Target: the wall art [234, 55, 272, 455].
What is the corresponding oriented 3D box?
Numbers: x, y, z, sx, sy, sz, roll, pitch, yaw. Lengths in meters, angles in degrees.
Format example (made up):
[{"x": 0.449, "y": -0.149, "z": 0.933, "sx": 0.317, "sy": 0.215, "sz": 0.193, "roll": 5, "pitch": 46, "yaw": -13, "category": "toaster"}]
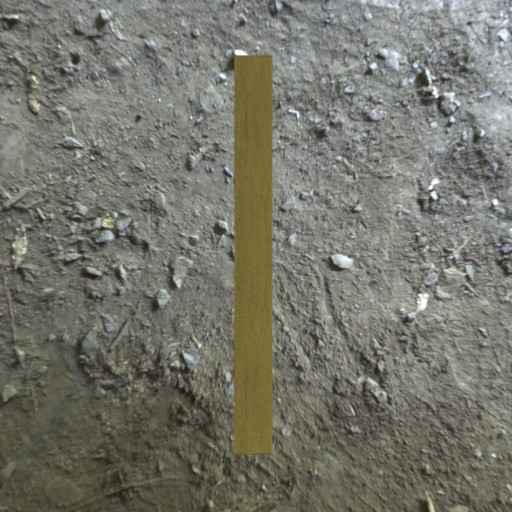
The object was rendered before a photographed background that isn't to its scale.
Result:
[{"x": 0.000, "y": 0.000, "z": 0.535, "sx": 0.030, "sy": 0.380, "sz": 0.312, "roll": 0, "pitch": 90, "yaw": 1, "category": "wall art"}]
